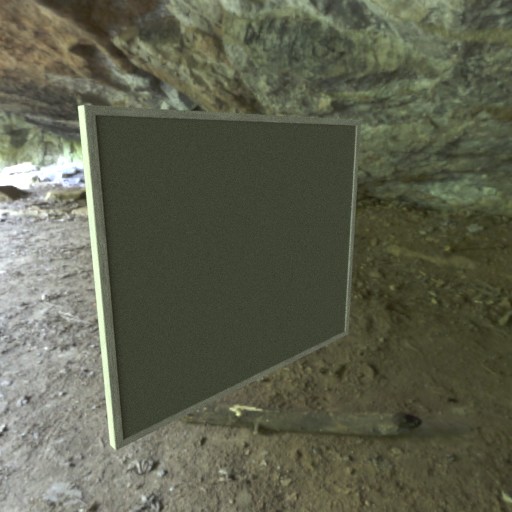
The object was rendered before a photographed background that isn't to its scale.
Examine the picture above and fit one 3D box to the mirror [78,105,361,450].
[{"bbox_3d":[0.000,0.000,1.131,0.839,0.689,0.028,-14,20,-42],"label":"mirror"}]
